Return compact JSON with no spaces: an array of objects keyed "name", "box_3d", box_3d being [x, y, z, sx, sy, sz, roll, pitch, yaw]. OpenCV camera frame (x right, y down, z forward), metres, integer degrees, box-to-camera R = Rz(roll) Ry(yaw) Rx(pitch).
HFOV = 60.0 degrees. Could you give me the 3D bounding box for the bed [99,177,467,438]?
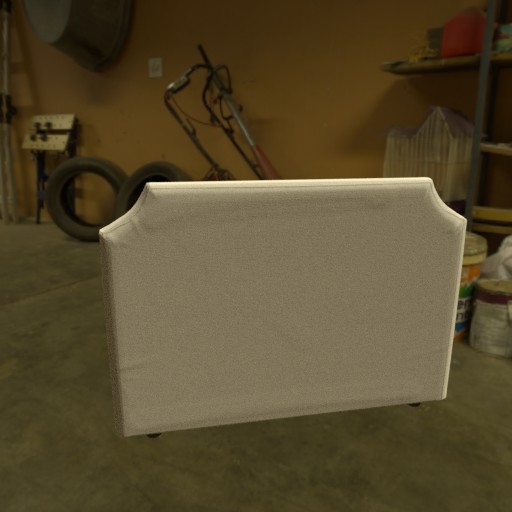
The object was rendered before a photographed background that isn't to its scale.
[{"name":"bed","box_3d":[0.000,0.000,3.226,1.828,1.297,2.164,-3,16,-10]}]
